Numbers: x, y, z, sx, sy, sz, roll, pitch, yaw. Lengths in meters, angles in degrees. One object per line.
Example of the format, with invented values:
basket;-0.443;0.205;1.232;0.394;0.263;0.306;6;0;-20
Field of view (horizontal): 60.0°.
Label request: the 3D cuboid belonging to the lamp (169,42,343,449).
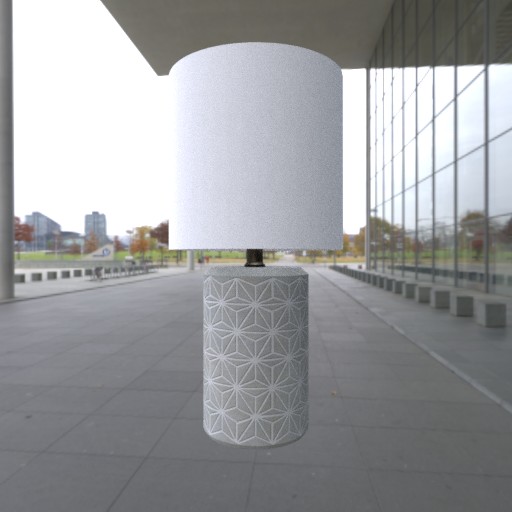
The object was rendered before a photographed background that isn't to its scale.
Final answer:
lamp;0.000;0.000;0.534;0.206;0.416;0.206;0;0;20
